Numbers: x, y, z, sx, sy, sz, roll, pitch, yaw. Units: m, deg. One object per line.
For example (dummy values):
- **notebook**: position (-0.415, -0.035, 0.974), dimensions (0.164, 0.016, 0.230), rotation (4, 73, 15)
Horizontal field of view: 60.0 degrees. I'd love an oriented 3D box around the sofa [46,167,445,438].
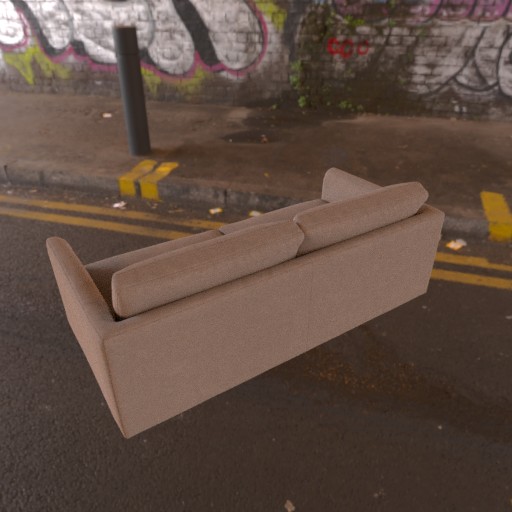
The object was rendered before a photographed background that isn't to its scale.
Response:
- **sofa**: position (0.000, 0.000, 2.833), dimensions (2.588, 0.838, 1.090), rotation (-19, 35, -28)
